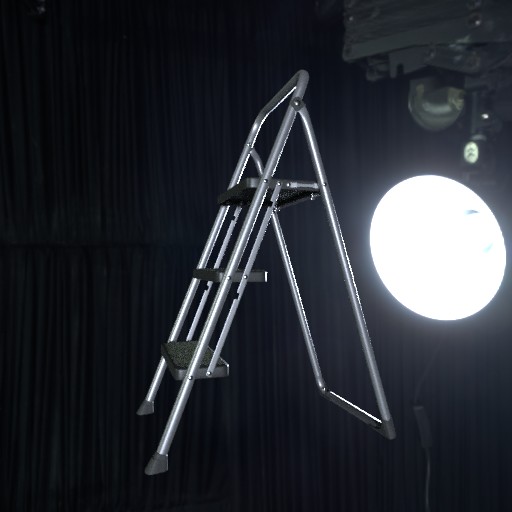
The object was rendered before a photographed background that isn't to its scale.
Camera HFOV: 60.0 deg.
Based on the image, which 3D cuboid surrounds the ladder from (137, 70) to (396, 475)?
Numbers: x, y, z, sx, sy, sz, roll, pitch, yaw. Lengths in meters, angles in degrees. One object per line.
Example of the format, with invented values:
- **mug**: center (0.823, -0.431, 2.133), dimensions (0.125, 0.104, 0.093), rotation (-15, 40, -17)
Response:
- **ladder**: center (0.000, 0.000, 1.249), dimensions (0.629, 0.945, 0.430), rotation (0, -1, -17)
